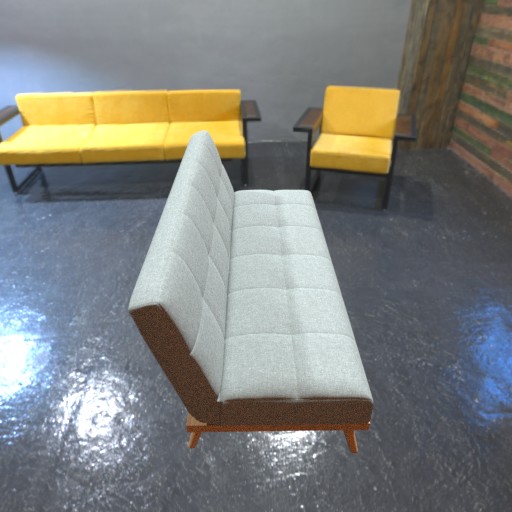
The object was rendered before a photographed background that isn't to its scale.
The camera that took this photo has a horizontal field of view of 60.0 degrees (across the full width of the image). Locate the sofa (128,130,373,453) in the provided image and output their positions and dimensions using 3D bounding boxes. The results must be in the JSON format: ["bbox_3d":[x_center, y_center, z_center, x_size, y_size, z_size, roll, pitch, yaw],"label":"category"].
[{"bbox_3d":[0.000,0.000,2.264,0.800,0.800,1.820,0,32,-1],"label":"sofa"}]
